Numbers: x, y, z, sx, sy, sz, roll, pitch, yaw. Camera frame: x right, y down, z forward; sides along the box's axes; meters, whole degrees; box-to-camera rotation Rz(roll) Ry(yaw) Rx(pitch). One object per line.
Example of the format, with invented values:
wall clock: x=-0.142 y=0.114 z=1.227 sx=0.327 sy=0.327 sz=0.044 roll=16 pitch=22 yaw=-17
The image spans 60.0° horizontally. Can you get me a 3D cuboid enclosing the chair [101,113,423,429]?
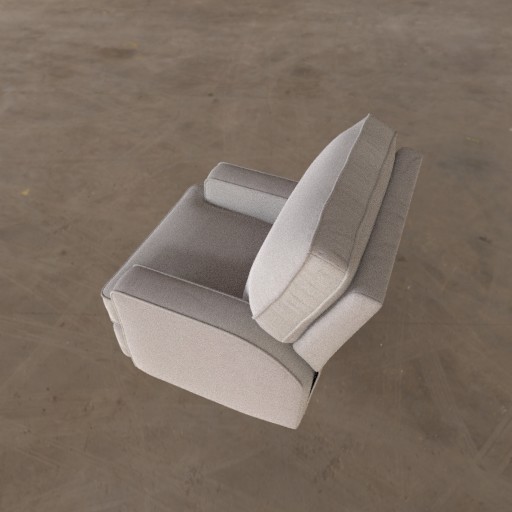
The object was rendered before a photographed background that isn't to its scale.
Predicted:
chair: x=0.000 y=0.000 z=1.699 sx=0.969 sy=0.964 sz=0.861 roll=16 pitch=48 yaw=16
